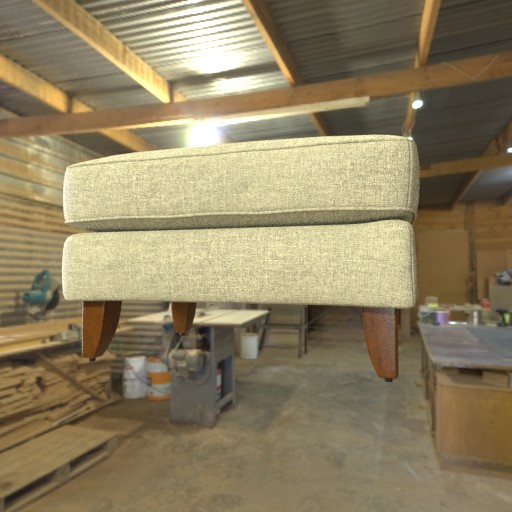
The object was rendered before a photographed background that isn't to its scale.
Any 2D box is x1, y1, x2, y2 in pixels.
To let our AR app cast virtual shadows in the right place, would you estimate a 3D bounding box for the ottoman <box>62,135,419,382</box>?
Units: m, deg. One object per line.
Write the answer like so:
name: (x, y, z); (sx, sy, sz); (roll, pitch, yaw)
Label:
ottoman: (0.000, 0.000, 1.302); (0.889, 0.561, 0.661); (-1, -2, 17)
